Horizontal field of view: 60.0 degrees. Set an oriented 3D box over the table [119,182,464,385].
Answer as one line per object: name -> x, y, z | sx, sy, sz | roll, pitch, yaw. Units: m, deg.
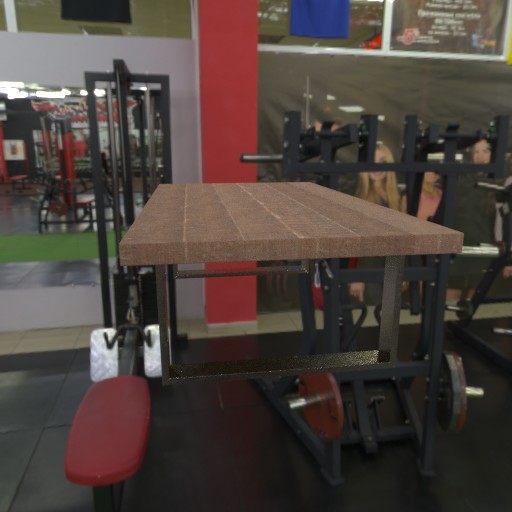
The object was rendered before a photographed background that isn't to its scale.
table -> 0.000, 0.000, 1.728 | 0.800, 0.440, 1.400 | -2, 15, -8
